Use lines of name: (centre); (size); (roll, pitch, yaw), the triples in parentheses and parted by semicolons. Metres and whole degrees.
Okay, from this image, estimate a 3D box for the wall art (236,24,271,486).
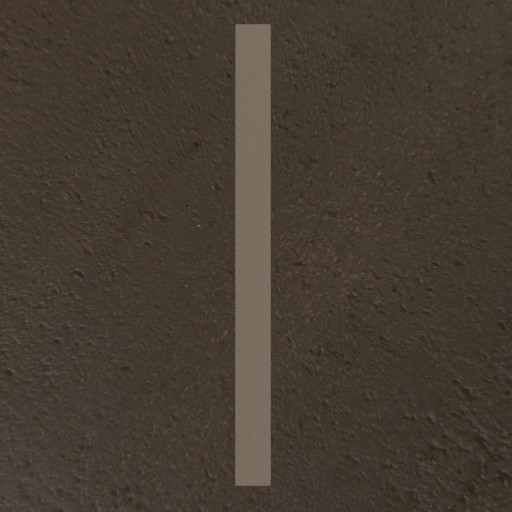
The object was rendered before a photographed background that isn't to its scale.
wall art: (0.000, 0.000, 0.739); (0.038, 0.505, 0.506); (0, 89, 1)
